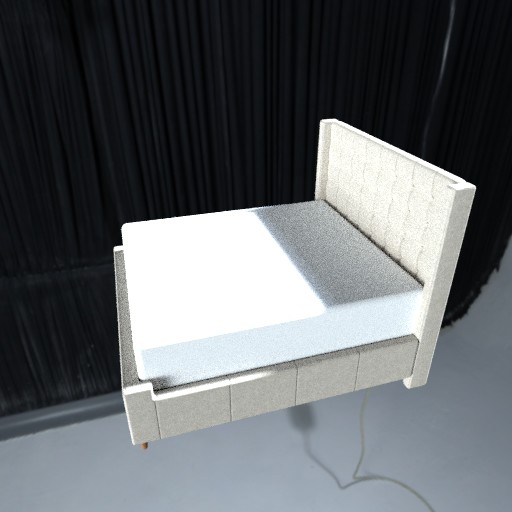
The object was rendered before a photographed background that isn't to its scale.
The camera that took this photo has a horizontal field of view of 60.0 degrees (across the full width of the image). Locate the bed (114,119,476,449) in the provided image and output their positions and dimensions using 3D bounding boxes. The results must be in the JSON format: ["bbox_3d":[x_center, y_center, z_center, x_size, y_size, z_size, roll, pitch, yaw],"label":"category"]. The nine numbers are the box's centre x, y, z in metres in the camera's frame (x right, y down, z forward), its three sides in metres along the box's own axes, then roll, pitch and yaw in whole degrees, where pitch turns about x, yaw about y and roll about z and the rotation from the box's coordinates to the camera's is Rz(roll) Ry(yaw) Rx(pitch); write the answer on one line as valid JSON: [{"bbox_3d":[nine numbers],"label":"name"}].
[{"bbox_3d":[0.000,0.000,3.792,2.370,1.743,2.045,-9,30,-15],"label":"bed"}]
